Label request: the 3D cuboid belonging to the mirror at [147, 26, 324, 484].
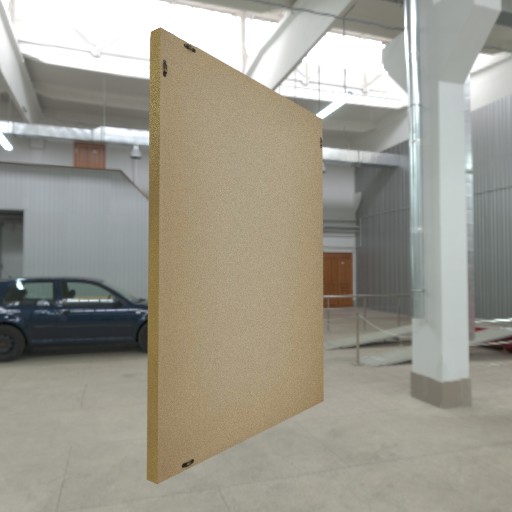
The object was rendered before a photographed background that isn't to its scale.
[{"bbox_3d":[0.000,0.000,1.297,0.041,1.016,0.762,-1,-2,37],"label":"mirror"}]
